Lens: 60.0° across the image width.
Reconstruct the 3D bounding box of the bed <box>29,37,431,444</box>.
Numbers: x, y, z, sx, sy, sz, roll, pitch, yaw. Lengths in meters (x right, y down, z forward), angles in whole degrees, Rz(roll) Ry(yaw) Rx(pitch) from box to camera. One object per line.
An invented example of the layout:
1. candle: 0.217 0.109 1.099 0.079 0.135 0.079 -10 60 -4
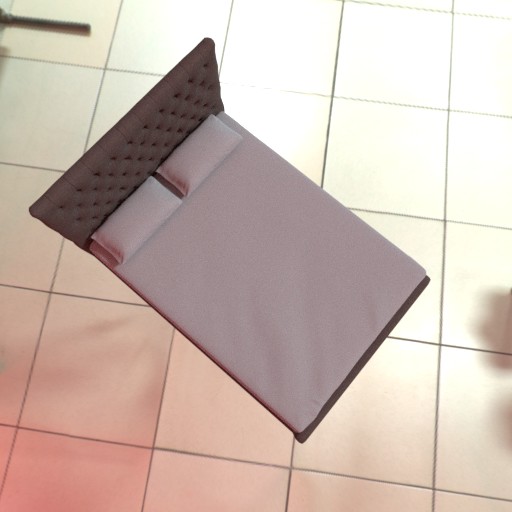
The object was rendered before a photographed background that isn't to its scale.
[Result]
1. bed: 0.000 0.000 3.413 2.387 1.427 1.698 40 80 9
